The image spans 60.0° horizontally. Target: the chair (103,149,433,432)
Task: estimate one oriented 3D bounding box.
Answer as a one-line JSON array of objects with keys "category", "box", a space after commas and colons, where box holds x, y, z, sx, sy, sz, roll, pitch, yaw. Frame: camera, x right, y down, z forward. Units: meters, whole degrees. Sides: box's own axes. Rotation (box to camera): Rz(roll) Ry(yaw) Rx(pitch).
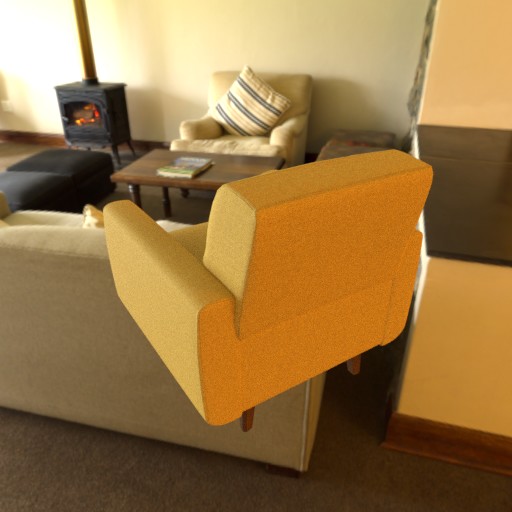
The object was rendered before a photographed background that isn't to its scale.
[{"category": "chair", "box": [0.000, 0.000, 1.585, 0.831, 0.841, 0.909, -17, 33, -28]}]
